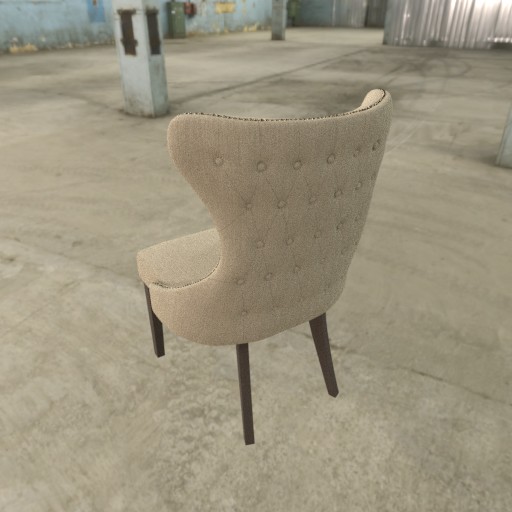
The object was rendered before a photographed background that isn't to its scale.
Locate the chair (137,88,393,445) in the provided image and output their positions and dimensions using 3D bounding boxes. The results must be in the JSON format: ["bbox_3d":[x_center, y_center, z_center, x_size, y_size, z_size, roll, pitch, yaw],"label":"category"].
[{"bbox_3d":[0.000,0.000,1.351,0.628,0.967,0.635,-18,33,-29],"label":"chair"}]
